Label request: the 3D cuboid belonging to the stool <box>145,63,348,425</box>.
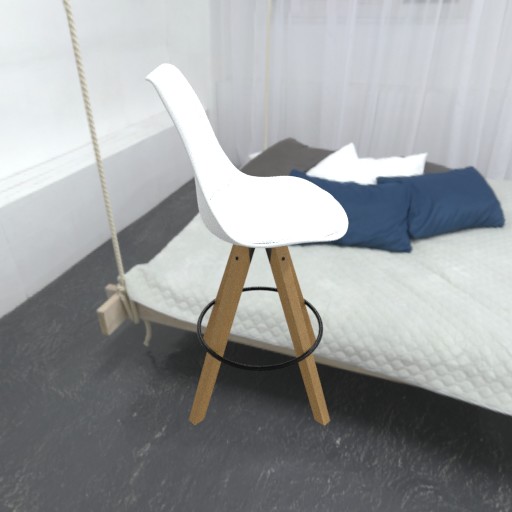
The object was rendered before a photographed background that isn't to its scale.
[{"bbox_3d":[0.000,0.000,1.420,0.549,1.115,0.482,0,31,0],"label":"stool"}]
